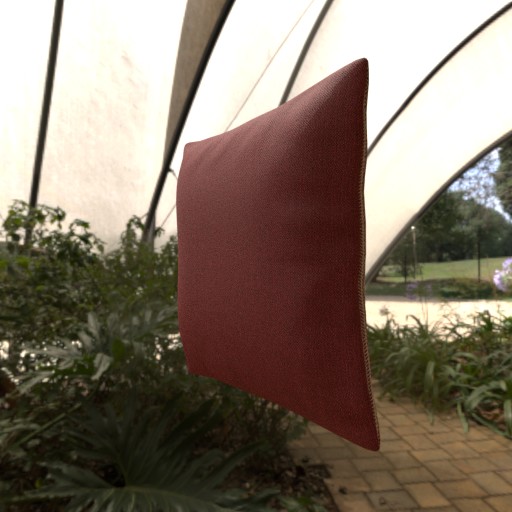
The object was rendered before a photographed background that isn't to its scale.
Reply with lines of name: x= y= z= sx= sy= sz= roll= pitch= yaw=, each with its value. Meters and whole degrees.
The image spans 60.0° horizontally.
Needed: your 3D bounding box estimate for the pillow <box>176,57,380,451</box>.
pillow: x=0.000 y=0.000 z=0.760 sx=0.166 sy=0.497 sz=0.513 roll=1 pitch=-1 yaw=-35
